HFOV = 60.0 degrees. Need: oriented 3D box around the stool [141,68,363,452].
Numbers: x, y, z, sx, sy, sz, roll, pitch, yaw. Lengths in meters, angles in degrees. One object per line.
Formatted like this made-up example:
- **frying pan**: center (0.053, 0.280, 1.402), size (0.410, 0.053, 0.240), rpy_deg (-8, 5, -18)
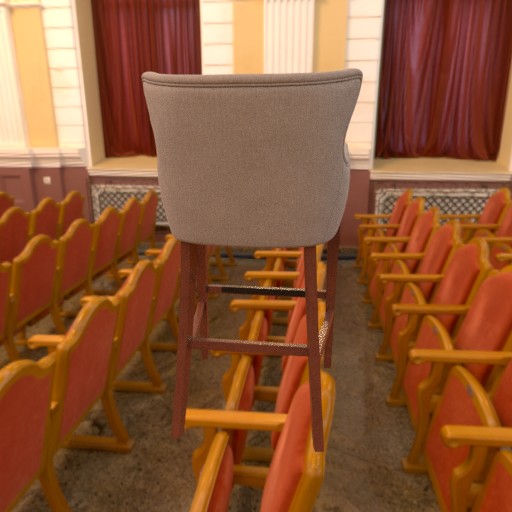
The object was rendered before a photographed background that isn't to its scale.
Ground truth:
- **stool**: center (0.000, 0.000, 1.387), size (0.575, 1.047, 0.575), rpy_deg (2, 16, 8)
